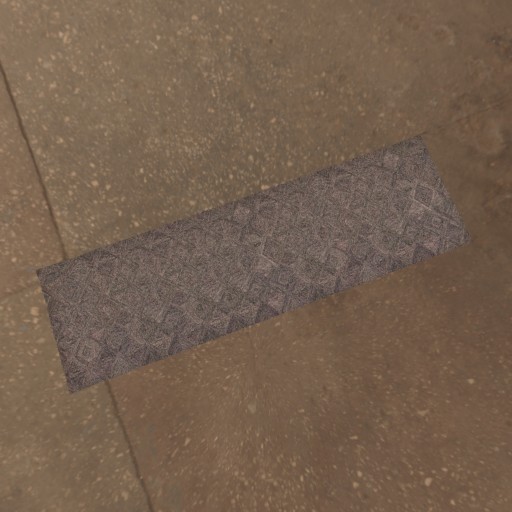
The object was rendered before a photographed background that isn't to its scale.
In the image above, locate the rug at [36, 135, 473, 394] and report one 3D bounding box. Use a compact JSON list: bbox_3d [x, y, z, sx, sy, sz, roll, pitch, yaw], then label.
[{"bbox_3d":[0.000,0.000,2.421,2.296,0.011,0.691,-20,78,-4],"label":"rug"}]
